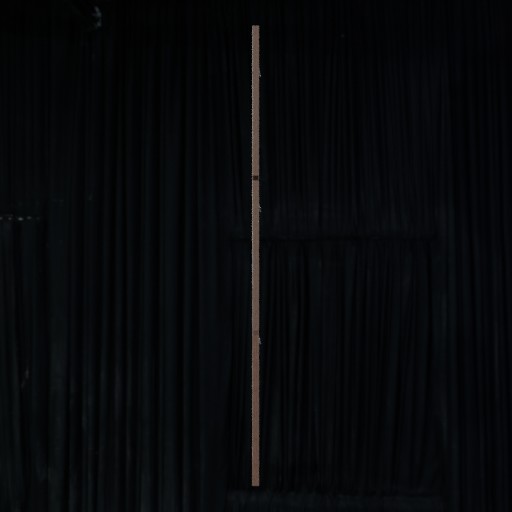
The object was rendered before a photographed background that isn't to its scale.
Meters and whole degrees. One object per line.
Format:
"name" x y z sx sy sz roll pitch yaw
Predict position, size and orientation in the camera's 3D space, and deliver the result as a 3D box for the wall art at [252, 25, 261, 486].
"wall art" 0.000 0.000 1.323 0.018 0.904 0.906 0 0 0
